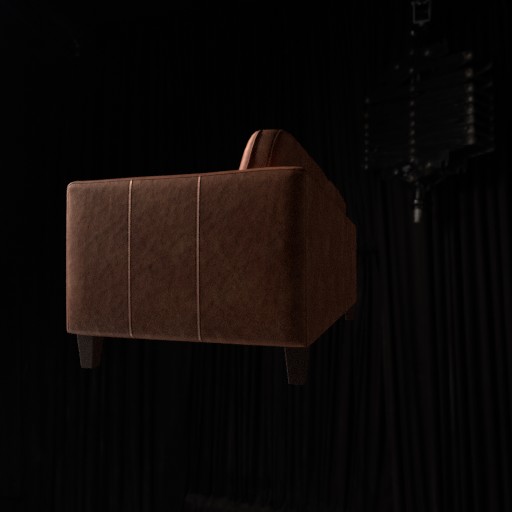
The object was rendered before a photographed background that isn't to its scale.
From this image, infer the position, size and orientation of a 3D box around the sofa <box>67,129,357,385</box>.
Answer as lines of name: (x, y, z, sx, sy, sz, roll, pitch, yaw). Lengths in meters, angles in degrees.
sofa: (0.000, 0.000, 2.408, 0.923, 0.863, 1.971, 0, -1, 17)
